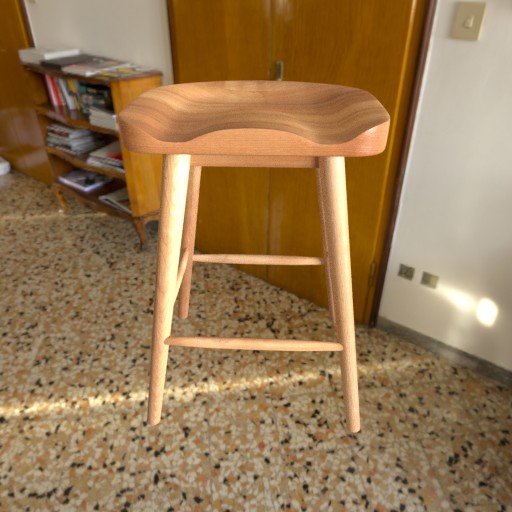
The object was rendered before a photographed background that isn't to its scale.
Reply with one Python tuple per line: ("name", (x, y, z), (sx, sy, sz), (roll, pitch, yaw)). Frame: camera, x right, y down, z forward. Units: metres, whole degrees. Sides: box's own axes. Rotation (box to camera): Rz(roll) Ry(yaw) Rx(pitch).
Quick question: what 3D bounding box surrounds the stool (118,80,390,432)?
("stool", (0.000, 0.000, 0.895), (0.440, 0.615, 0.361), (1, 32, 2))
